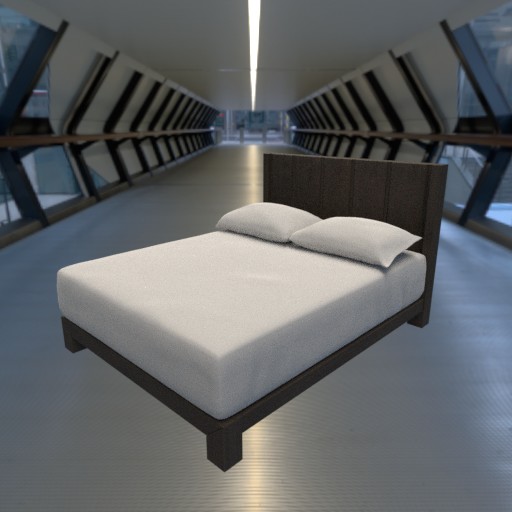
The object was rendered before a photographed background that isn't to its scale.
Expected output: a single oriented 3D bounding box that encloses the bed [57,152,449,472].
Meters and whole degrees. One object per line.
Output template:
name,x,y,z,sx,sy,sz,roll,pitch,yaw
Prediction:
bed,0.000,0.000,3.209,1.727,1.270,2.242,16,23,42
